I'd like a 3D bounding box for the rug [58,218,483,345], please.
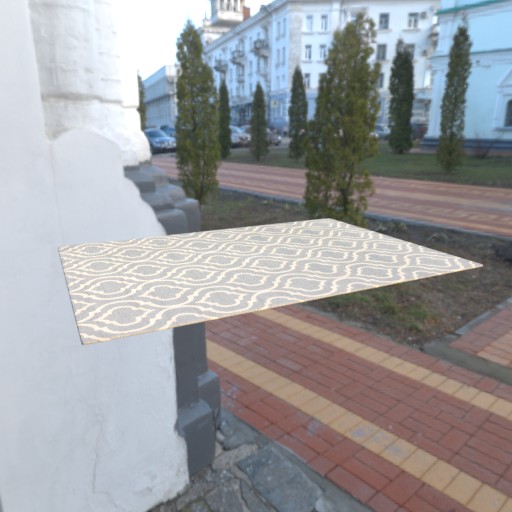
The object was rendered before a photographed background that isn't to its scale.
[{"bbox_3d":[0.000,0.000,2.619,2.080,0.010,1.451,-8,18,-25],"label":"rug"}]
